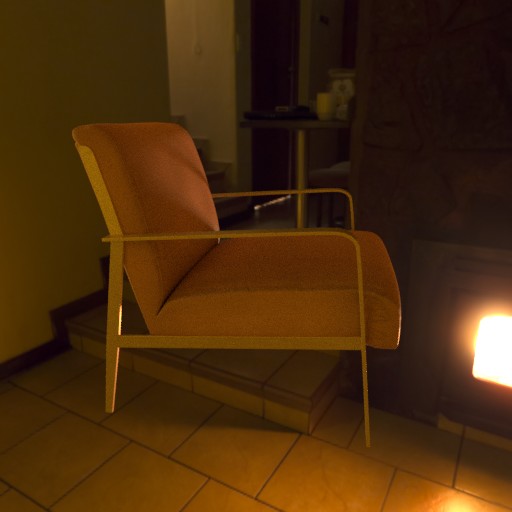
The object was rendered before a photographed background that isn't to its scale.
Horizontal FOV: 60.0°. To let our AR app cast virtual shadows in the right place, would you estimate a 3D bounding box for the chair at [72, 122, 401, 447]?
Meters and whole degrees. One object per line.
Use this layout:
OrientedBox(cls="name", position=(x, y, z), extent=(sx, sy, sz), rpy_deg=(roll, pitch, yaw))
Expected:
OrientedBox(cls="chair", position=(0.000, 0.000, 1.427), extent=(0.848, 0.823, 0.701), rpy_deg=(3, 17, 10))
